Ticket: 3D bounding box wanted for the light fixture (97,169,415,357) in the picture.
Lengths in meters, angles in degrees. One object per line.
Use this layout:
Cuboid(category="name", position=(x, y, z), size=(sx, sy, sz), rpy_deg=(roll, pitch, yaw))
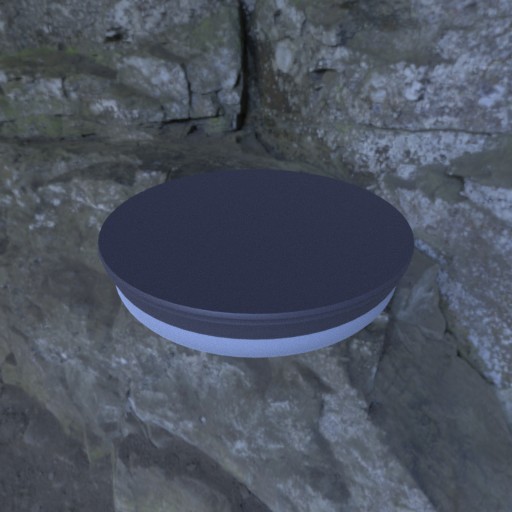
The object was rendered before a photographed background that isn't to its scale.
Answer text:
Cuboid(category="light fixture", position=(0.000, 0.000, 0.562), size=(0.368, 0.100, 0.368), rpy_deg=(0, 31, 0))
